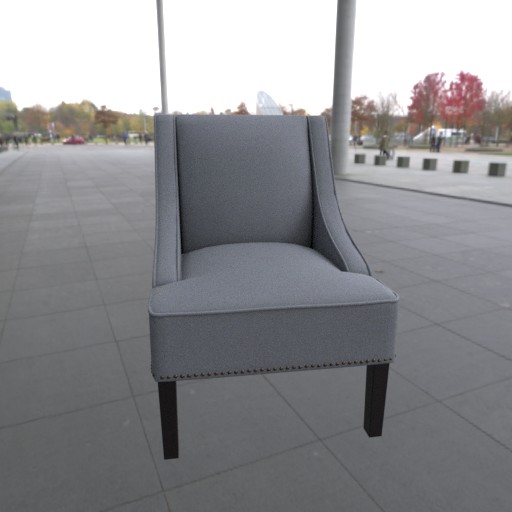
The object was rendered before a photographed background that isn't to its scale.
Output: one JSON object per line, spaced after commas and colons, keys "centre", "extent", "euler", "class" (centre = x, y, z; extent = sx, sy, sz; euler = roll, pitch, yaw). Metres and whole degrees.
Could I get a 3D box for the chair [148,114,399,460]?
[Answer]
{"centre": [0.000, 0.000, 1.380], "extent": [0.631, 0.867, 0.747], "euler": [-2, 15, -9], "class": "chair"}
